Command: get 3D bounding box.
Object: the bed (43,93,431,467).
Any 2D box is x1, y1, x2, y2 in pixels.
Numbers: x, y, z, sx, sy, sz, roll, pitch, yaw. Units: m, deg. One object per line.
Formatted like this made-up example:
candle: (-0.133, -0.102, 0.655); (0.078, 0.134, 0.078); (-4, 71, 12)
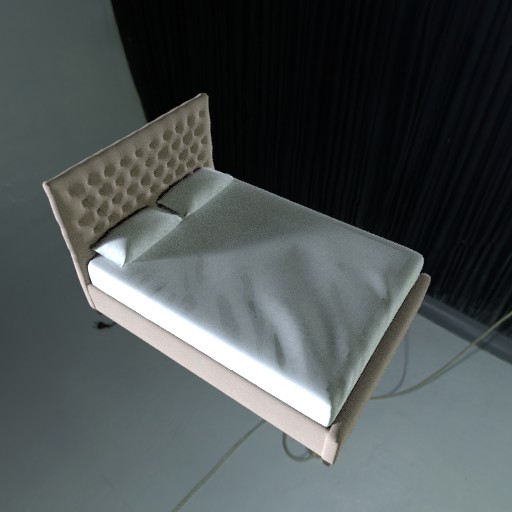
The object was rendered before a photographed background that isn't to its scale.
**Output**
bed: (0.000, 0.000, 3.466); (2.387, 1.427, 1.698); (26, 50, 24)
